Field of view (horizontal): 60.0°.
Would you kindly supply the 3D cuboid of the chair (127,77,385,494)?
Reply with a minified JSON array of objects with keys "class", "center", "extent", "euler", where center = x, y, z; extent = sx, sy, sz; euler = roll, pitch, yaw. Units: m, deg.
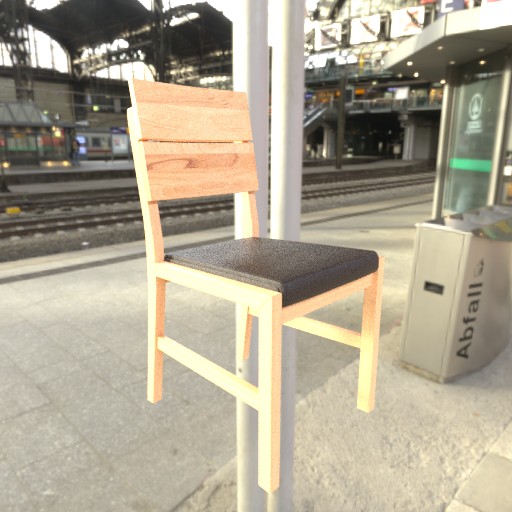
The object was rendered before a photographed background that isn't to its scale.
[{"class":"chair","center":[0.000,0.000,1.252],"extent":[0.560,0.950,0.475],"euler":[13,19,42]}]
